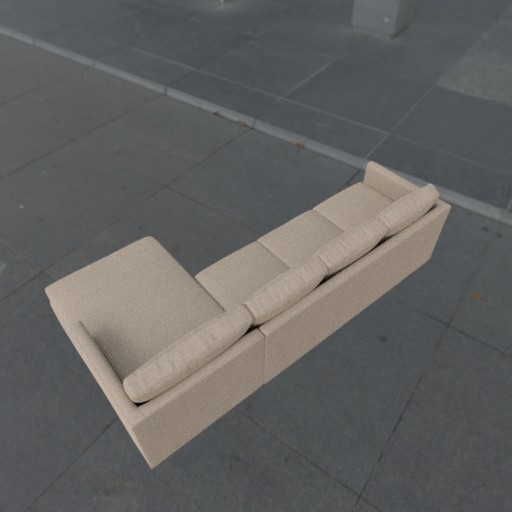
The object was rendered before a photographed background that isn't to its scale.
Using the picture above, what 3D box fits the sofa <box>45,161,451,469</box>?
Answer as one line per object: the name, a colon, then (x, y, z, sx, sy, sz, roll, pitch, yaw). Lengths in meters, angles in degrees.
sofa: (0.000, 0.000, 3.850, 3.177, 0.867, 1.622, -30, 53, -26)
